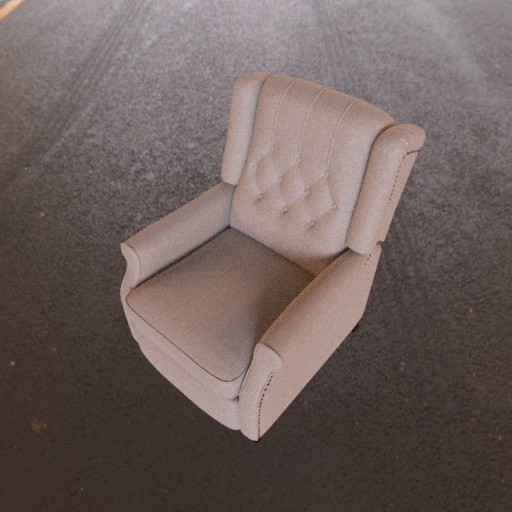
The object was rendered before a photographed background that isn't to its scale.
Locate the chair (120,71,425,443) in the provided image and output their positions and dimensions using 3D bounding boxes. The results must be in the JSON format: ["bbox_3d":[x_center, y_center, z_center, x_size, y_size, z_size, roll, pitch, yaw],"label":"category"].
[{"bbox_3d":[0.000,0.000,1.633,0.742,1.035,0.902,32,54,27],"label":"chair"}]
